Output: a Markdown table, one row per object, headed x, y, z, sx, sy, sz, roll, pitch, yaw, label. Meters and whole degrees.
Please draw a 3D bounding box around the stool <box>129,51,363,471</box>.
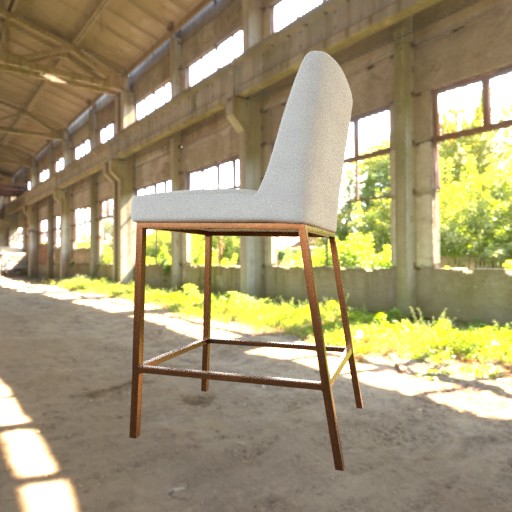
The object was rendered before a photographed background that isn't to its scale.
| x | y | z | sx | sy | sz | roll | pitch | yaw | label |
| --- | --- | --- | --- | --- | --- | --- | --- | --- | --- |
| 0.000 | 0.000 | 1.311 | 0.576 | 0.973 | 0.507 | 0 | 0 | 19 | stool |
